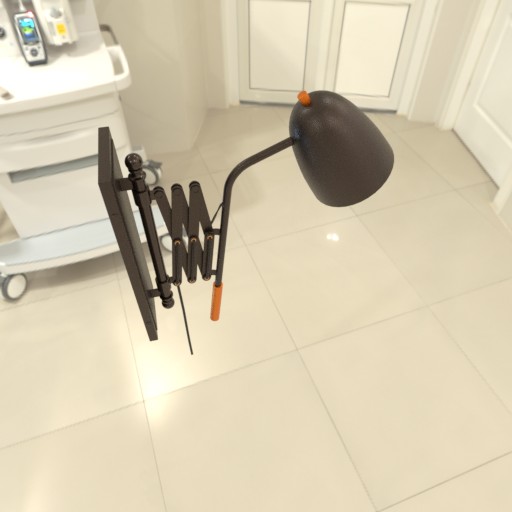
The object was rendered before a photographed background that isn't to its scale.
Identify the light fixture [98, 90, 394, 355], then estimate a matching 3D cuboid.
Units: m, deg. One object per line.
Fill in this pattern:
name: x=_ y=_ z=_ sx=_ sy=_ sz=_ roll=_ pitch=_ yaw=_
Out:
light fixture: x=0.000 y=0.000 z=0.938 sx=0.499 sy=0.715 sz=0.162 roll=-10 pitch=48 yaw=-9
